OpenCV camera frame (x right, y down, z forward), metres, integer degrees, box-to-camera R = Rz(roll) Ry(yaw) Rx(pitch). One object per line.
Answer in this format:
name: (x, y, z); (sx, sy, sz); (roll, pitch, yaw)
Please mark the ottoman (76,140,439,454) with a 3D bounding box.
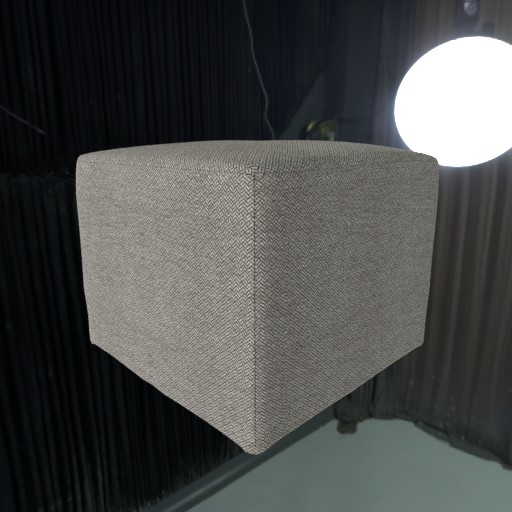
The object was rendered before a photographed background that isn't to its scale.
ottoman: (0.000, 0.000, 0.897); (0.512, 0.453, 0.519); (-14, 20, -43)
